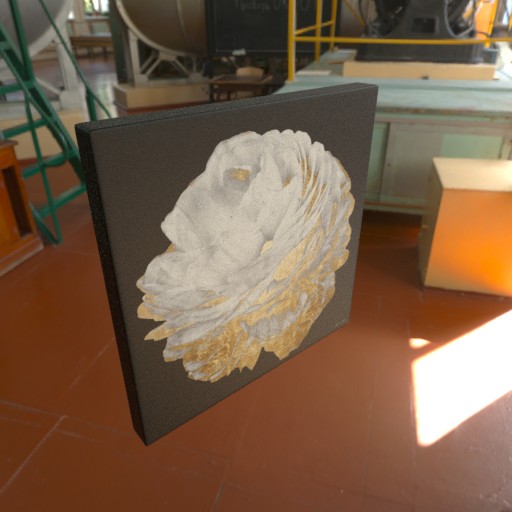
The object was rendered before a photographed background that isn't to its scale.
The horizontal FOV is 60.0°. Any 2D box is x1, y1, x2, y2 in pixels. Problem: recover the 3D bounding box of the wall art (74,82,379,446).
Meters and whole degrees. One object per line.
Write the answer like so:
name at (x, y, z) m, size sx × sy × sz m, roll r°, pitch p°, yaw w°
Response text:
wall art at (0.000, 0.000, 0.602) m, size 0.406 × 0.407 × 0.041 m, roll -22°, pitch 36°, yaw -34°
